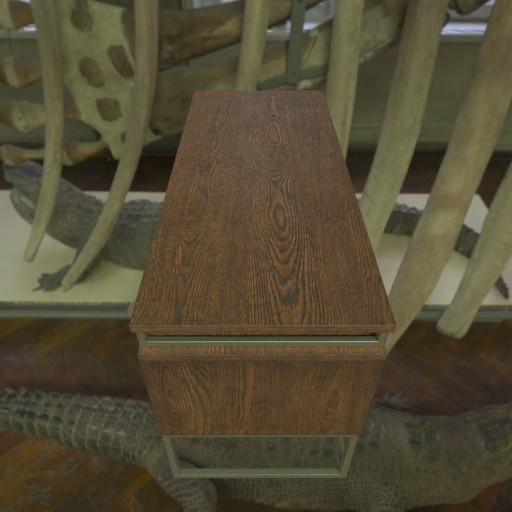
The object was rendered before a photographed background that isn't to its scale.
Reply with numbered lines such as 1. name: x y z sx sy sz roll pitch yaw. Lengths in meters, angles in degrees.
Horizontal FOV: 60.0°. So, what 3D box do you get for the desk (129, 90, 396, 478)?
1. desk: 0.000 0.000 1.746 0.610 0.792 1.384 0 41 0
